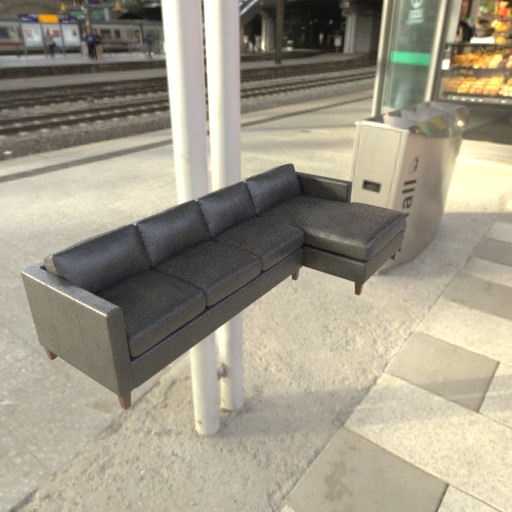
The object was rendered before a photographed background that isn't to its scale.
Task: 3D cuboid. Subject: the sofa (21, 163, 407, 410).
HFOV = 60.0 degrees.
[{"bbox_3d":[0.000,0.000,3.830,1.581,0.883,3.203,18,31,32],"label":"sofa"}]
